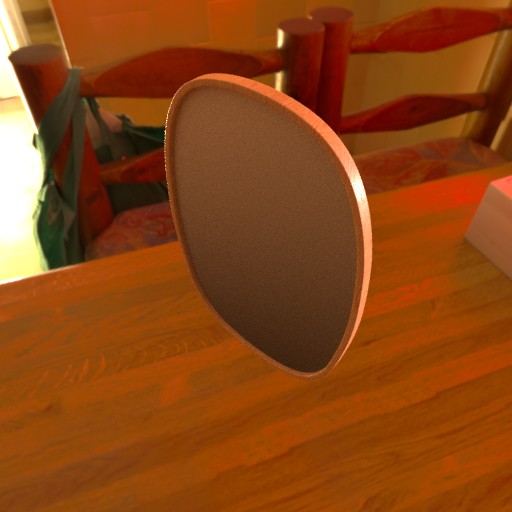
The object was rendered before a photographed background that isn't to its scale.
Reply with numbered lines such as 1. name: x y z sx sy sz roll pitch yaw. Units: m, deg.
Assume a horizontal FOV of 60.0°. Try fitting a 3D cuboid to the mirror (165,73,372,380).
1. mirror: 0.000 0.000 1.352 0.724 1.075 0.037 32 54 26
